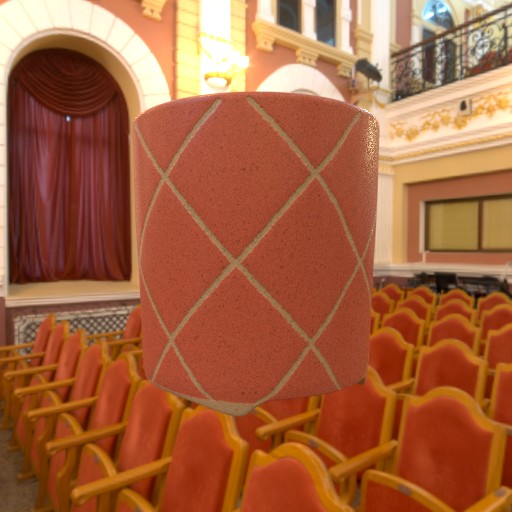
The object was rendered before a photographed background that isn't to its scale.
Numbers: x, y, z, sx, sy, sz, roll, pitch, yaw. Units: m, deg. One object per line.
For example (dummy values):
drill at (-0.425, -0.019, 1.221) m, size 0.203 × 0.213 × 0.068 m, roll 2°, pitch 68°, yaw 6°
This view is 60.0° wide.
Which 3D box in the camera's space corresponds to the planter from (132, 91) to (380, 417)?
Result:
planter at (0.000, 0.000, 0.424) m, size 0.227 × 0.235 × 0.227 m, roll 0°, pitch 1°, yaw 0°
